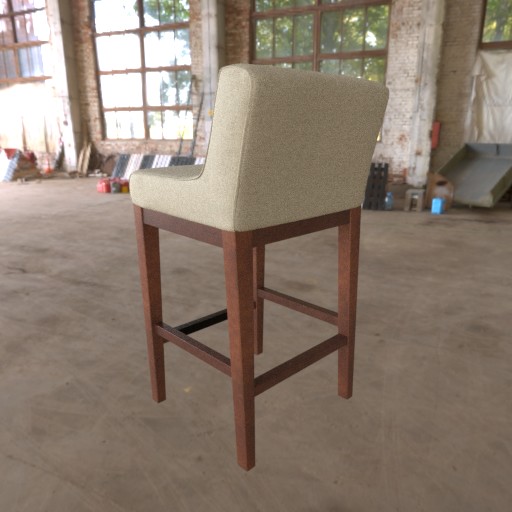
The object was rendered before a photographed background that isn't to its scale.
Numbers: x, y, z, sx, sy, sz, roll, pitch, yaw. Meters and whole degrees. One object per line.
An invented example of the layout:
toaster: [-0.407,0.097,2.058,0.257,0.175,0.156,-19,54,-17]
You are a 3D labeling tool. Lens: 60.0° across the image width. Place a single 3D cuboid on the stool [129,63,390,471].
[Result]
stool: [0.000,0.000,1.255,0.511,0.937,0.500,-15,22,-42]
